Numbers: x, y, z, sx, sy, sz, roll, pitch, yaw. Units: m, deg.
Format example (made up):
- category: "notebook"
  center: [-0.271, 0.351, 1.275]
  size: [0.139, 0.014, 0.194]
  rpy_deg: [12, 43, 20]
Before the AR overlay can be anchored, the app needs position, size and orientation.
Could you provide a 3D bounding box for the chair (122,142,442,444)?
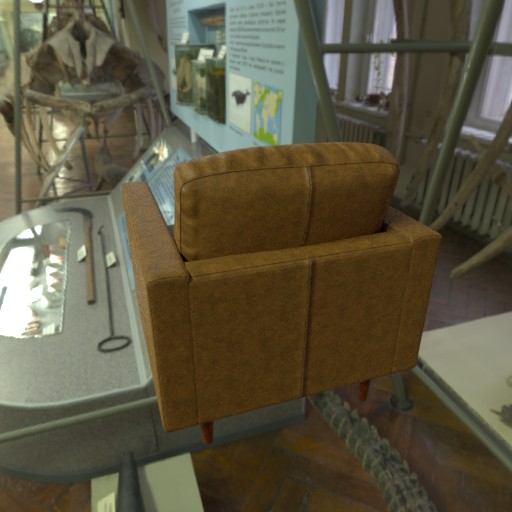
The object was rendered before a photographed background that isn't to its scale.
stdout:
- category: "chair"
  center: [0.000, 0.000, 1.690]
  size: [0.890, 0.956, 0.909]
  rpy_deg: [-9, 27, -17]
